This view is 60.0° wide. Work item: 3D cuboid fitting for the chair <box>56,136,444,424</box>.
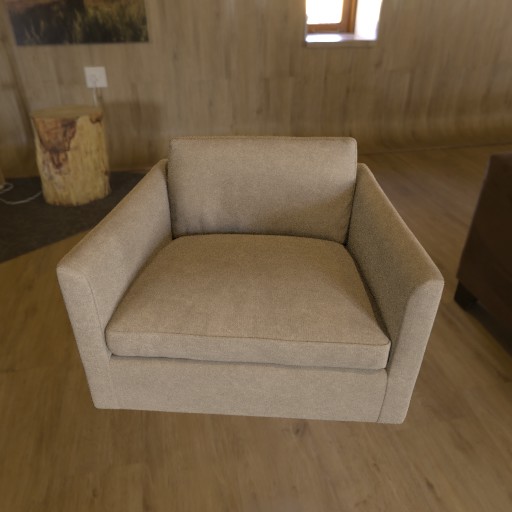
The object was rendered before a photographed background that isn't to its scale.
[{"bbox_3d":[0.000,0.000,1.903,1.190,0.845,1.091,2,31,3],"label":"chair"}]
